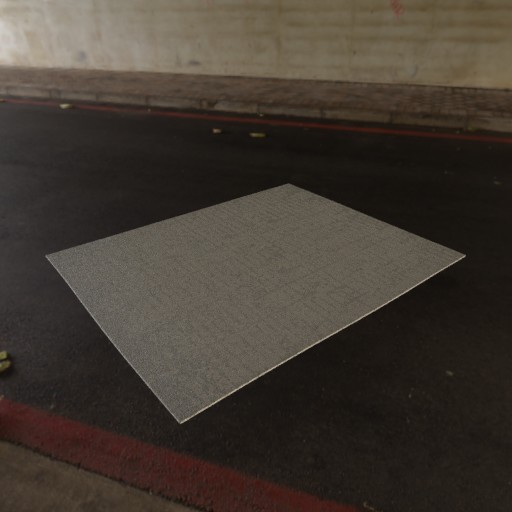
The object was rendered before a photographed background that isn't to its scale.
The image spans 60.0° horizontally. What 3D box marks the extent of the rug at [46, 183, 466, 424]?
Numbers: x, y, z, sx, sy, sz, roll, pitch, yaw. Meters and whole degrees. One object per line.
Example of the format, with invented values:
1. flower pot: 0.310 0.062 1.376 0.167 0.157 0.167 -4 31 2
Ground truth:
1. rug: 0.000 0.000 4.110 3.061 0.014 2.447 -22 36 -33
